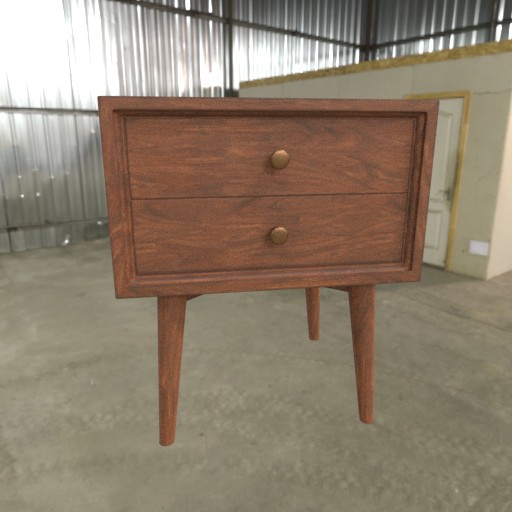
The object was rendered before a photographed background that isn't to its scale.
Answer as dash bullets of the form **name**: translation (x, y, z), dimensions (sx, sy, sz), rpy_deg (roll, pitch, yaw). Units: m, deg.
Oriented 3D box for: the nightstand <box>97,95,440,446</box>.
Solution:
- **nightstand**: translation (0.000, 0.000, 0.942), dimensions (0.521, 0.607, 0.445), rpy_deg (-3, 16, -9)
